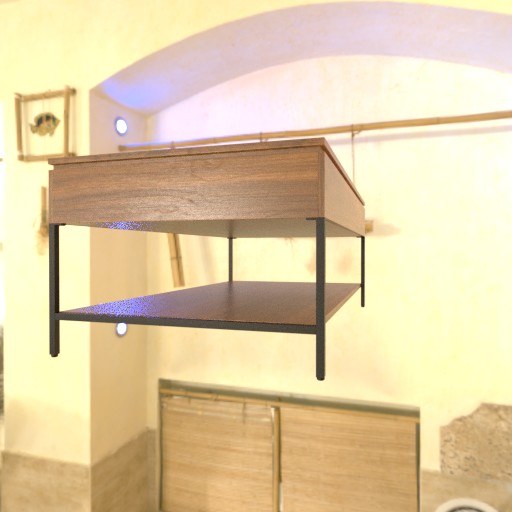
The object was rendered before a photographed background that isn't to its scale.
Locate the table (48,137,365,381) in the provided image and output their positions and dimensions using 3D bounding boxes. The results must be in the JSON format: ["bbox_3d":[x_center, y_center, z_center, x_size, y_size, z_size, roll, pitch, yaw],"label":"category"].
[{"bbox_3d":[0.000,0.000,1.340,0.574,0.414,1.057,0,1,17],"label":"table"}]
